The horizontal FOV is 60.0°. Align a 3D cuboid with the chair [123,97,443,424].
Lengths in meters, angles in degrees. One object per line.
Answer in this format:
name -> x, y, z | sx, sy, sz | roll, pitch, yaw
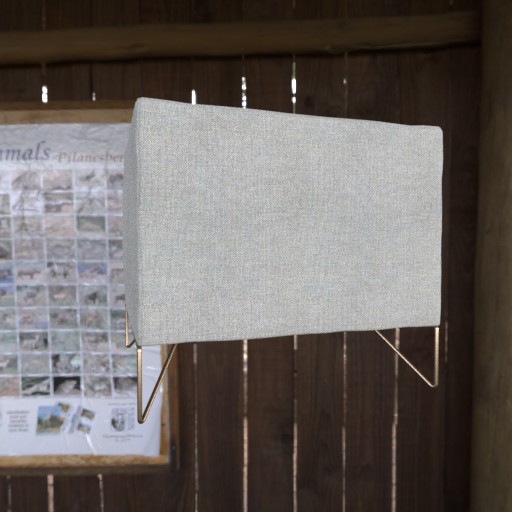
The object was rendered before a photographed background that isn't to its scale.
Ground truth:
chair -> 0.000, 0.000, 1.619 | 0.920, 0.799, 0.912 | 0, 2, -18
